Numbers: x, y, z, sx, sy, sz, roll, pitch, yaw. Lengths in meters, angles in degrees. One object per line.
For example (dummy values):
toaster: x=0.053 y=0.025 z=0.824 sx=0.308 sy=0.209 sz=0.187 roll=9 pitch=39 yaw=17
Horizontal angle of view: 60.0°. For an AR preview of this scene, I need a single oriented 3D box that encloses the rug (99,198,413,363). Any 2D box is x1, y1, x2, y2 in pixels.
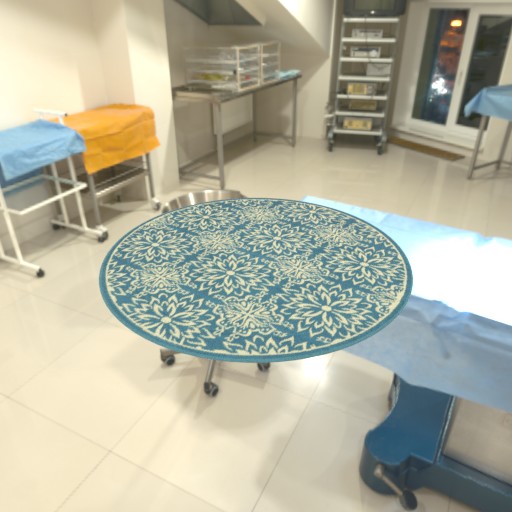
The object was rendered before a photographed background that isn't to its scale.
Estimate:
rug: x=0.000 y=0.000 z=2.349 sx=1.593 sy=0.012 sz=1.593 roll=0 pitch=30 yaw=0
